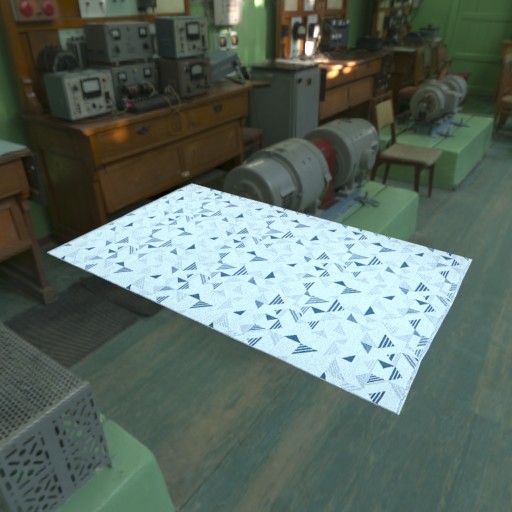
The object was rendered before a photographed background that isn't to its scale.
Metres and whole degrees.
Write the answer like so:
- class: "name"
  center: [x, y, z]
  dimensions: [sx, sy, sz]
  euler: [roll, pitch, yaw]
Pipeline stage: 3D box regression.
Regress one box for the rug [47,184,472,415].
- class: "rug"
  center: [0.000, 0.000, 2.991]
  dimensions: [2.457, 0.009, 1.512]
  euler: [19, 36, 28]
